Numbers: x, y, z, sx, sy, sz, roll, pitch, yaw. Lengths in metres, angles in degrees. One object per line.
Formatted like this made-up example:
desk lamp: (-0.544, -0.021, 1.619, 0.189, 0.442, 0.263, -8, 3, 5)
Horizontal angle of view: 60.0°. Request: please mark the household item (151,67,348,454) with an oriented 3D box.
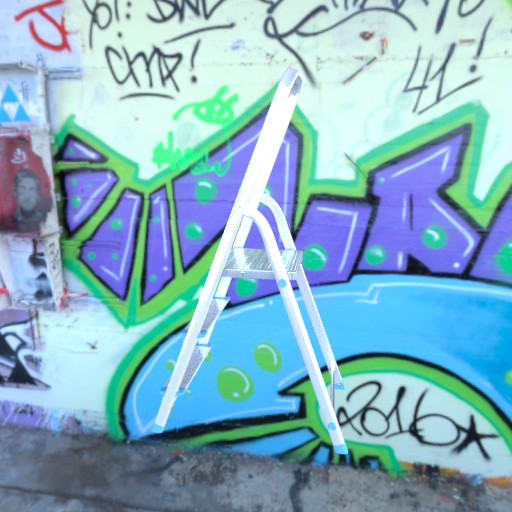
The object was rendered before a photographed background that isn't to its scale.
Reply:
household item: (0.000, 0.000, 1.563, 0.687, 1.215, 0.420, 2, 15, 9)
